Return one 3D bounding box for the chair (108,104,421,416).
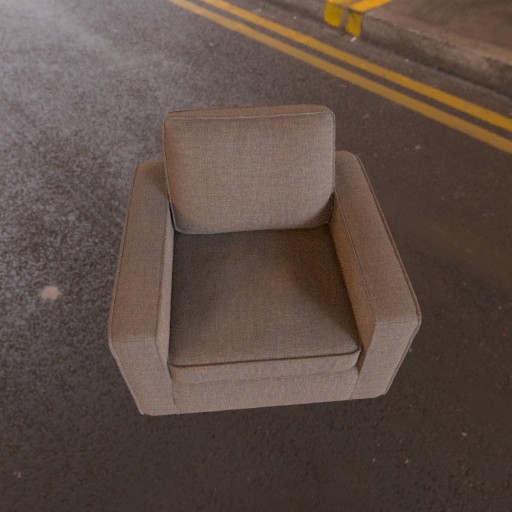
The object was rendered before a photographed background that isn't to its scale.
[{"bbox_3d":[0.000,0.000,1.776,1.016,0.914,0.940,-4,48,-3],"label":"chair"}]
